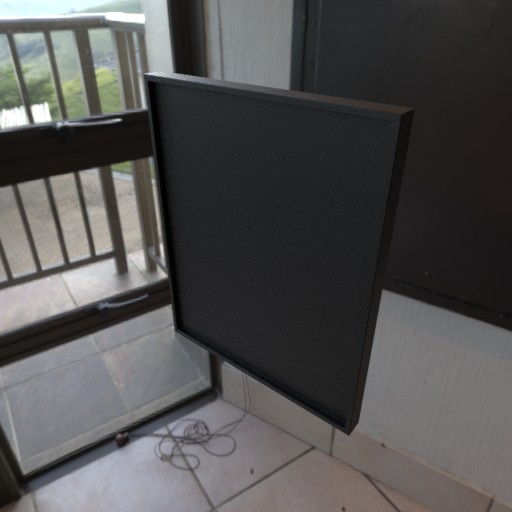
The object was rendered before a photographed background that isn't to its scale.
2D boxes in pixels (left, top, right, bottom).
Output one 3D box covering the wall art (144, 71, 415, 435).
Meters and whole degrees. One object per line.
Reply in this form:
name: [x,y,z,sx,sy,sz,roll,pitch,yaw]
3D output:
wall art: [0.000,0.000,0.772,0.449,0.555,0.039,22,37,32]
